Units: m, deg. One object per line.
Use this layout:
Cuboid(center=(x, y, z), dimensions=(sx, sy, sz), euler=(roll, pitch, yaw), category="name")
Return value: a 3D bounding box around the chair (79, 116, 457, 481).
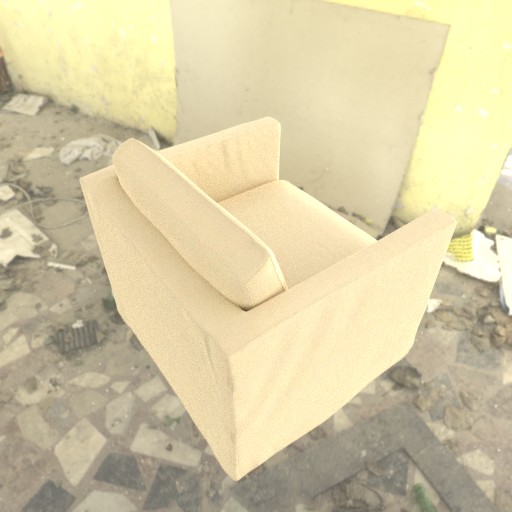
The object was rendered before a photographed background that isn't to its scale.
Cuboid(center=(0.000, 0.000, 1.745), dimensions=(0.947, 0.851, 1.057), euler=(-26, 47, -27), category="chair")
